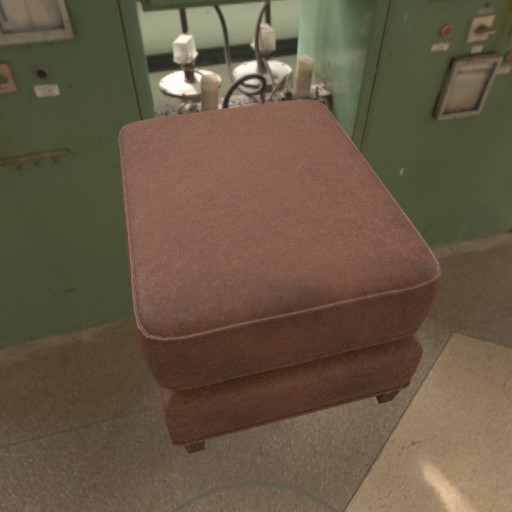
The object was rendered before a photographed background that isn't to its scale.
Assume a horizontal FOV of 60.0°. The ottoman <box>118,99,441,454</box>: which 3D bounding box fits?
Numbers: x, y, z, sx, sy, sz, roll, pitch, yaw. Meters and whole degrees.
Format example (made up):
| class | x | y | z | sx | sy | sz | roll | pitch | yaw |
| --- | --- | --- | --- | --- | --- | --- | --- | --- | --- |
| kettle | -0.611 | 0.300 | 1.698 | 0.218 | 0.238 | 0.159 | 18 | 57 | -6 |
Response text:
| class | x | y | z | sx | sy | sz | roll | pitch | yaw |
| --- | --- | --- | --- | --- | --- | --- | --- | --- | --- |
| ottoman | 0.000 | 0.000 | 1.135 | 0.589 | 0.537 | 0.738 | -11 | 48 | -10 |
